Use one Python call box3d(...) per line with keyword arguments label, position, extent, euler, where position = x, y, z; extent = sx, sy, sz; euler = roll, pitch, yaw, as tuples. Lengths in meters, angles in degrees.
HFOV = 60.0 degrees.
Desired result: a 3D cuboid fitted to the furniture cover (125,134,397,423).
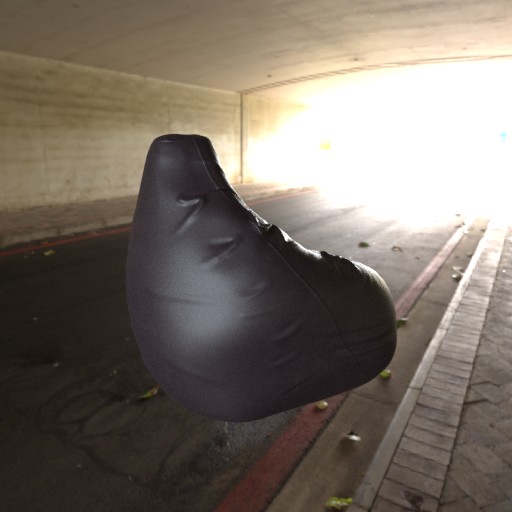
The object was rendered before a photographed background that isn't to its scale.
box3d(label="furniture cover", position=(0.000, 0.000, 1.875), extent=(1.070, 0.990, 1.070), euler=(-7, 15, -26))
